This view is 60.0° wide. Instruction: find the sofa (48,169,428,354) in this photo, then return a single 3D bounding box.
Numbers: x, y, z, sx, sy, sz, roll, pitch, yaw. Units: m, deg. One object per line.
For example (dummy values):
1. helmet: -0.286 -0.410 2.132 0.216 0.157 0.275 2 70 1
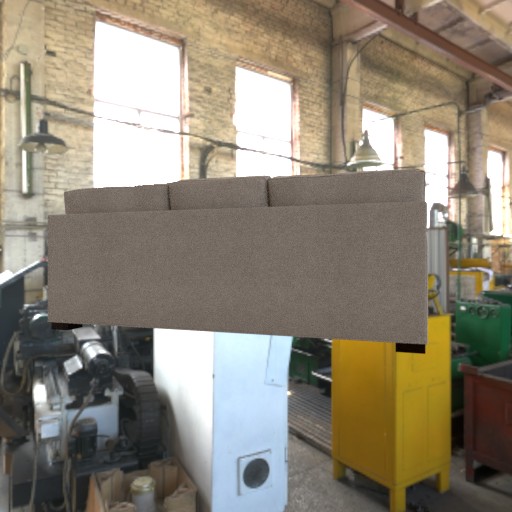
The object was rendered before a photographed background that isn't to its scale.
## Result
1. sofa: 0.000 0.000 2.967 2.087 0.861 1.496 0 0 18
